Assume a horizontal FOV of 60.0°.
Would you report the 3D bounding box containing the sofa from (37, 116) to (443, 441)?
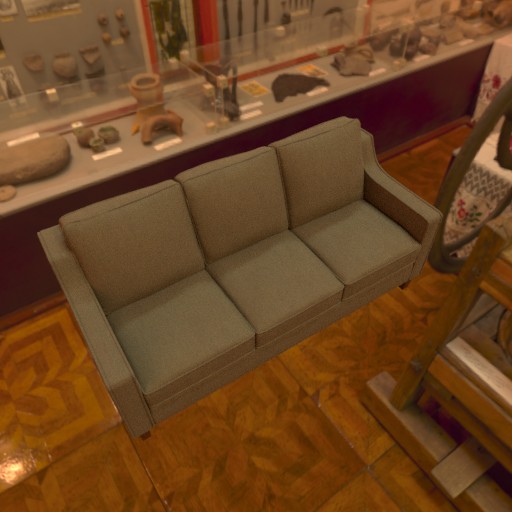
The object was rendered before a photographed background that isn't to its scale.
[{"bbox_3d":[0.000,0.000,2.523,1.986,0.974,0.911,-25,51,-22],"label":"sofa"}]
